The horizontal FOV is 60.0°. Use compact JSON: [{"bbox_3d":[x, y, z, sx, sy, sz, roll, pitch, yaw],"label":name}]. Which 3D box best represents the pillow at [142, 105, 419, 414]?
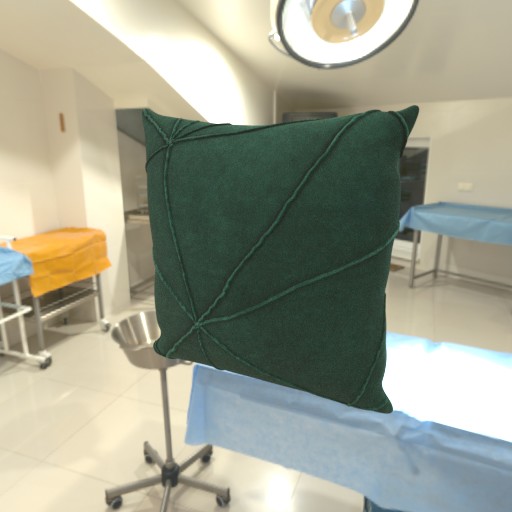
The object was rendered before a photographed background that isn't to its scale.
[{"bbox_3d":[0.000,0.000,0.679,0.439,0.440,0.184,8,17,26],"label":"pillow"}]
